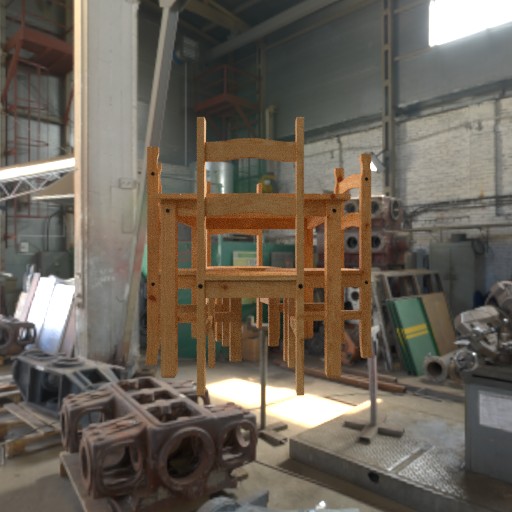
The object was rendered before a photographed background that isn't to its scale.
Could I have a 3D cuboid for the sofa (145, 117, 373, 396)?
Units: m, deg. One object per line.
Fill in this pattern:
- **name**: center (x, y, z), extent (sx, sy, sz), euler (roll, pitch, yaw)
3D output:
- **sofa**: center (0.000, 0.000, 2.350), extent (1.144, 1.000, 1.529), euler (0, 0, 0)
